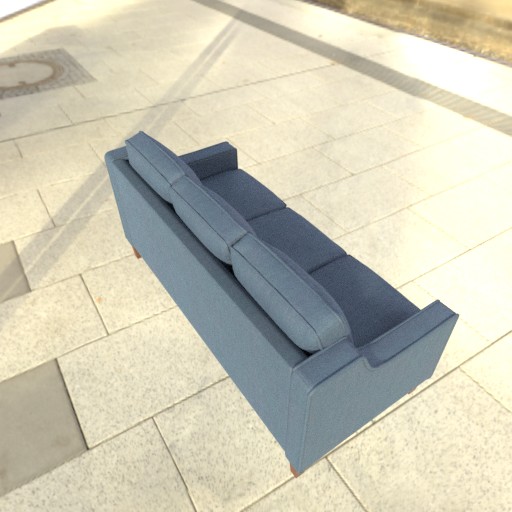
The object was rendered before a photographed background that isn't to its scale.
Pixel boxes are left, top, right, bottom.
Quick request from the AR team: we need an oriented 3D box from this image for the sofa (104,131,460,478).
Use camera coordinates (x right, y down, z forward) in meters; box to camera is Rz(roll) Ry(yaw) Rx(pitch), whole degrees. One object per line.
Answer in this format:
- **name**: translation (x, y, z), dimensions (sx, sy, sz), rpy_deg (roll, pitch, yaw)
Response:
- **sofa**: translation (0.000, 0.000, 2.518), dimensions (0.911, 0.974, 1.986), rpy_deg (-24, 47, -25)
